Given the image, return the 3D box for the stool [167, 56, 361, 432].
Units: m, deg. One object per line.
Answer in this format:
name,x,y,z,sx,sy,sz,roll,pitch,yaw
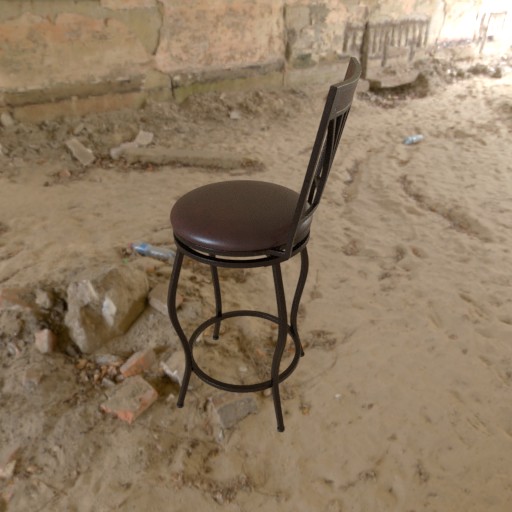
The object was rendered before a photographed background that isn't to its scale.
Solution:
stool,0.000,0.000,1.396,0.514,1.117,0.433,8,32,13
